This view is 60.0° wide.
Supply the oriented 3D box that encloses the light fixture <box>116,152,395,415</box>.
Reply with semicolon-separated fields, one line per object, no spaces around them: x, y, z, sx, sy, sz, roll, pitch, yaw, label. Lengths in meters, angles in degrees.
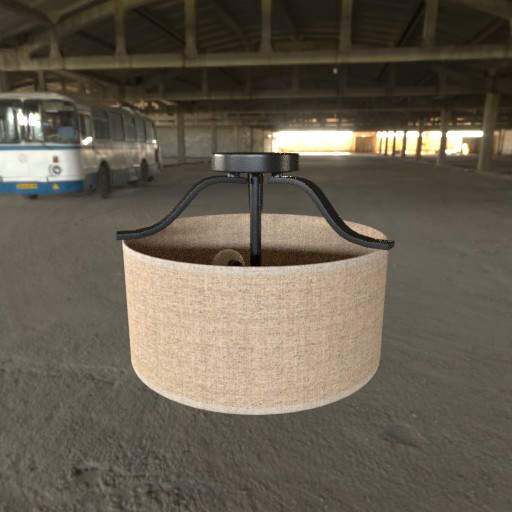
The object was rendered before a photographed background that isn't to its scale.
0.000;0.000;0.674;0.390;0.306;0.390;0;14;0;light fixture
